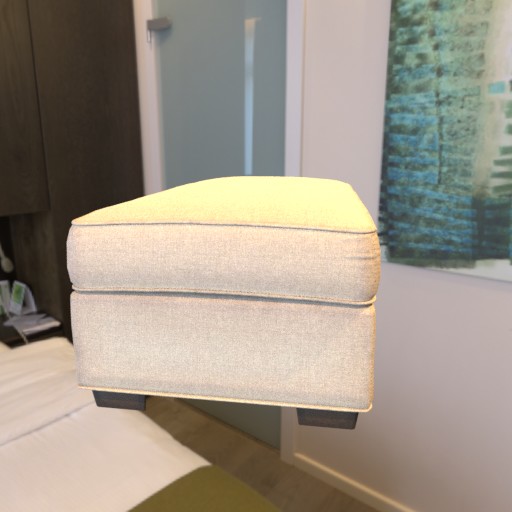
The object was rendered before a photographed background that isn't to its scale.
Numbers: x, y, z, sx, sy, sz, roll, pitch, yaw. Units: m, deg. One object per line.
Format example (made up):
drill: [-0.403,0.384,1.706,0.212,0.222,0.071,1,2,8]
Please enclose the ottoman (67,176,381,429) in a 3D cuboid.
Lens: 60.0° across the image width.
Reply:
ottoman: [0.000,0.000,1.372,0.617,0.448,1.097,2,14,8]
